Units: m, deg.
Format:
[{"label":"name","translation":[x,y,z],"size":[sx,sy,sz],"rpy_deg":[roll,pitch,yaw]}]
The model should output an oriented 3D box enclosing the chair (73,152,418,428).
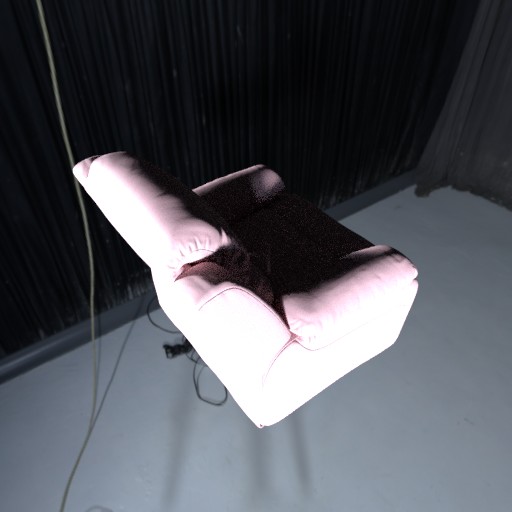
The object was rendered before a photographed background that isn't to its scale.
[{"label":"chair","translation":[0.000,0.000,1.246],"size":[0.709,0.702,0.680],"rpy_deg":[-26,48,-27]}]
